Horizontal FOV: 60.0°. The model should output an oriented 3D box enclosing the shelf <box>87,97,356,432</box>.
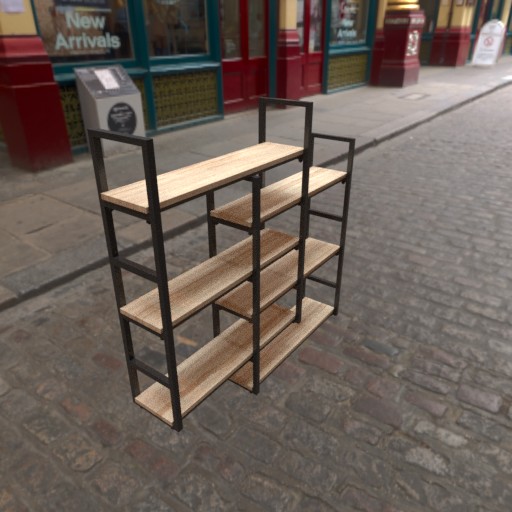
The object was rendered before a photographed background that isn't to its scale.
[{"bbox_3d":[0.000,0.000,1.418,0.183,0.921,0.946,18,32,32],"label":"shelf"}]
